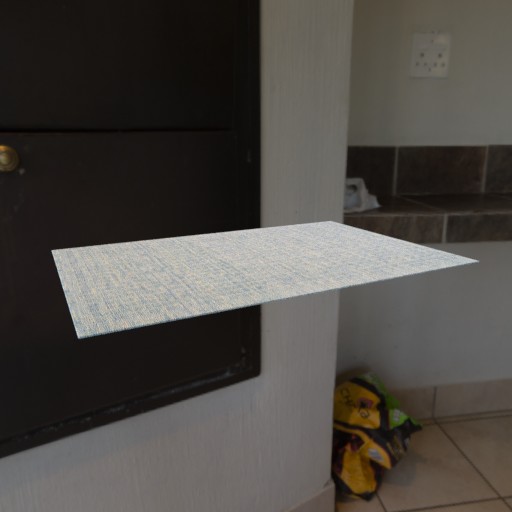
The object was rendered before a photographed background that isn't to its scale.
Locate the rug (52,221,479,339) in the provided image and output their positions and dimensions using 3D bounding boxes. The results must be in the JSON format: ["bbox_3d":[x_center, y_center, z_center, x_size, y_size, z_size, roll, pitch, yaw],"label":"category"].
[{"bbox_3d":[0.000,0.000,2.162,1.752,0.006,1.142,-8,17,-26],"label":"rug"}]
